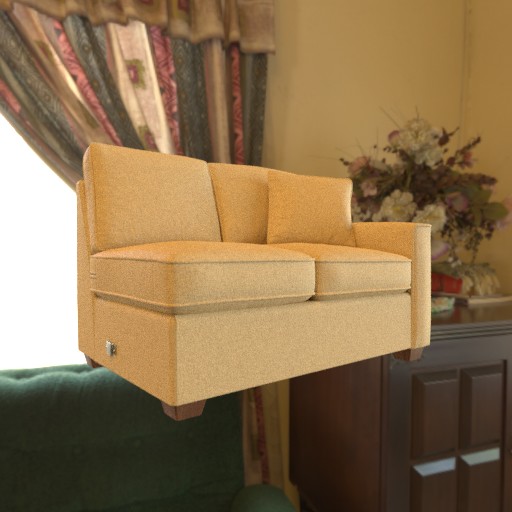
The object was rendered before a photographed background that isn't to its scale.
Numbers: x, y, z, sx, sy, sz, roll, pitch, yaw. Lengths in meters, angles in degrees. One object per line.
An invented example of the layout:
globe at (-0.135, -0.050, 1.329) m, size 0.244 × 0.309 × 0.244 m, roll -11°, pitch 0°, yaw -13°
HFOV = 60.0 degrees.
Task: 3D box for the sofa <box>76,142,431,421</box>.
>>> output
sofa at (0.000, 0.000, 2.058) m, size 1.388 × 0.989 × 0.991 m, roll -1°, pitch 1°, yaw -37°
